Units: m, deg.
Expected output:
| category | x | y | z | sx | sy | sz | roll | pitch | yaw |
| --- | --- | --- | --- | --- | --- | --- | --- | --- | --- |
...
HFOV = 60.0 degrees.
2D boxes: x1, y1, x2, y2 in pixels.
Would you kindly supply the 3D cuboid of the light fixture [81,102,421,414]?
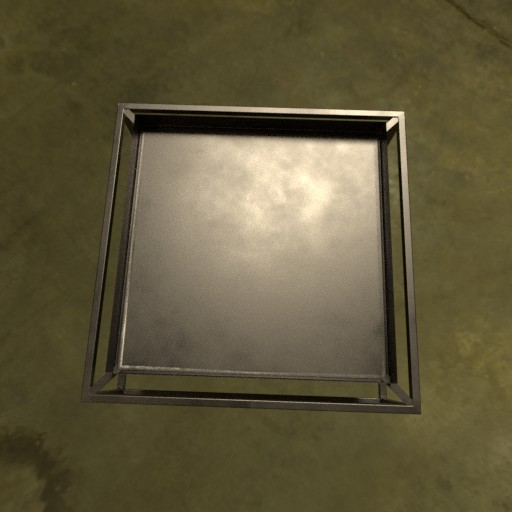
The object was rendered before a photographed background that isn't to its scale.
| category | x | y | z | sx | sy | sz | roll | pitch | yaw |
| --- | --- | --- | --- | --- | --- | --- | --- | --- | --- |
| light fixture | 0.000 | 0.000 | 0.691 | 0.441 | 0.191 | 0.441 | 2 | 76 | 0 |
